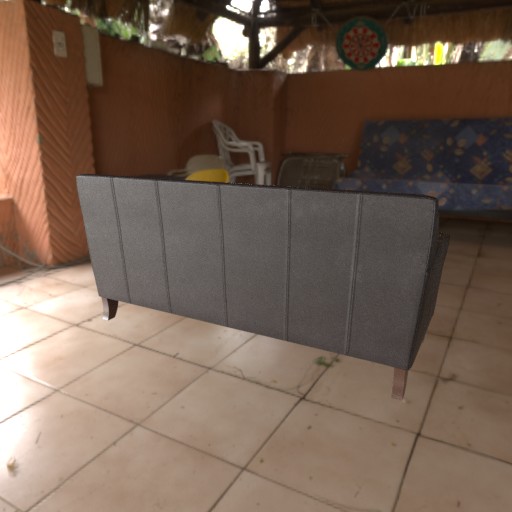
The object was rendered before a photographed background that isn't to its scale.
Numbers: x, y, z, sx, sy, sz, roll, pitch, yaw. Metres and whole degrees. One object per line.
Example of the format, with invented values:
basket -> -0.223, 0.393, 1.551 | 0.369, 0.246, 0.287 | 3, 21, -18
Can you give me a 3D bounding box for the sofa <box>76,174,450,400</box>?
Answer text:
sofa -> 0.000, 0.000, 2.648 | 2.053, 0.947, 0.805 | 8, 18, 27
